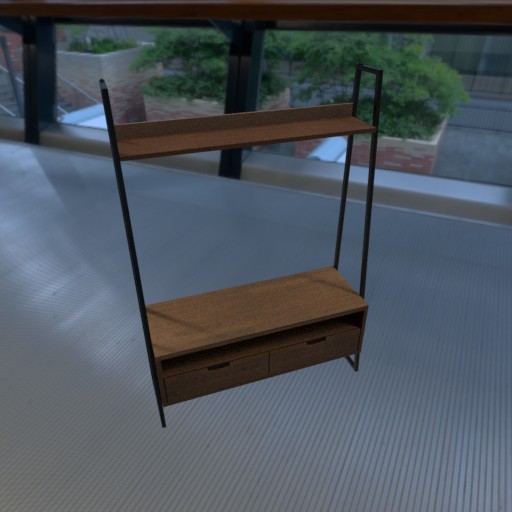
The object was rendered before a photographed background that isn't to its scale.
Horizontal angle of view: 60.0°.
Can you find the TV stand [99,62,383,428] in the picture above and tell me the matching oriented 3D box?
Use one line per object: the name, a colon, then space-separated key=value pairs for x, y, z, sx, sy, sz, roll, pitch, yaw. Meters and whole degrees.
TV stand: x=0.000 y=0.000 z=2.337 sx=1.250 sy=1.772 sz=0.432 roll=-11 pitch=34 yaw=-17
